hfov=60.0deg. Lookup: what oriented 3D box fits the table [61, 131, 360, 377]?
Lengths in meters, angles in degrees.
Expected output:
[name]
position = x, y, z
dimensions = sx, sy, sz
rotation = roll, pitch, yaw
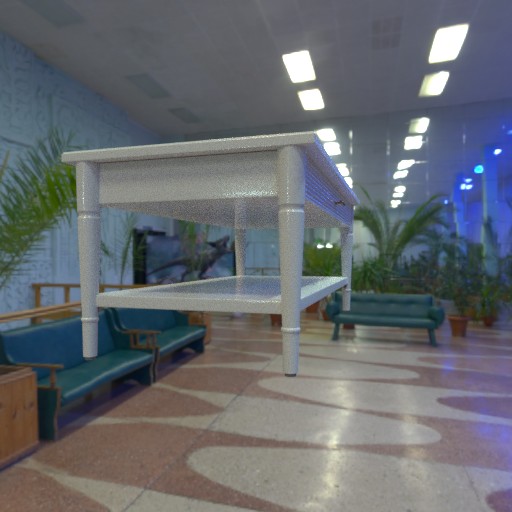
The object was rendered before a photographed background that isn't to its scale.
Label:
[table]
position = 0.000, 0.000, 1.397
dimensions = 0.559, 0.457, 1.067
rotation = 0, 0, 17
